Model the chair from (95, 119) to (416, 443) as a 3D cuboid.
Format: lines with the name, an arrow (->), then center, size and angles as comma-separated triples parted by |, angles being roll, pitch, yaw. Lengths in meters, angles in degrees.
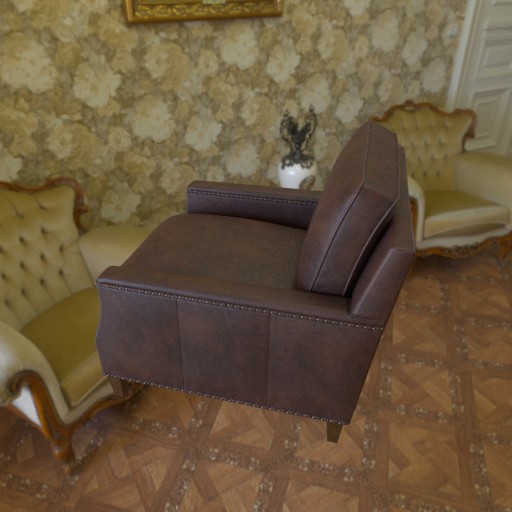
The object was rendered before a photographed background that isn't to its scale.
chair -> 0.000, 0.000, 1.701 | 1.014, 0.929, 0.853 | 8, 32, 12
